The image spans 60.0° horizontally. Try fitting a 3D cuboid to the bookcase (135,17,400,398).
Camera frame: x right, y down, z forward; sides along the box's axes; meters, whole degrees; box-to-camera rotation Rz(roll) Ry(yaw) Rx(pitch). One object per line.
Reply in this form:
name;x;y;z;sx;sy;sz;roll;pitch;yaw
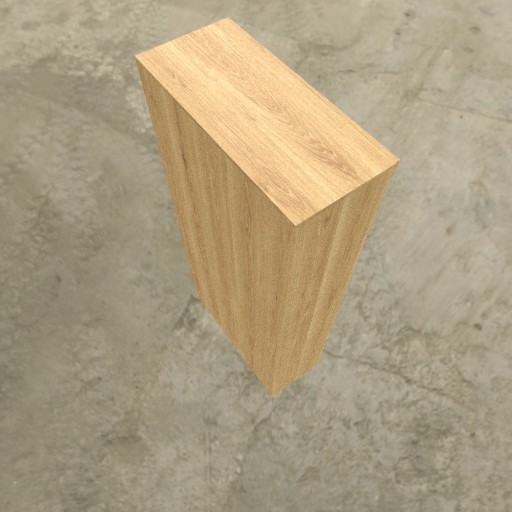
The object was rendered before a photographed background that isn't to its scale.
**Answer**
bookcase;0.000;0.000;2.375;0.420;2.020;0.950;-32;64;-18
